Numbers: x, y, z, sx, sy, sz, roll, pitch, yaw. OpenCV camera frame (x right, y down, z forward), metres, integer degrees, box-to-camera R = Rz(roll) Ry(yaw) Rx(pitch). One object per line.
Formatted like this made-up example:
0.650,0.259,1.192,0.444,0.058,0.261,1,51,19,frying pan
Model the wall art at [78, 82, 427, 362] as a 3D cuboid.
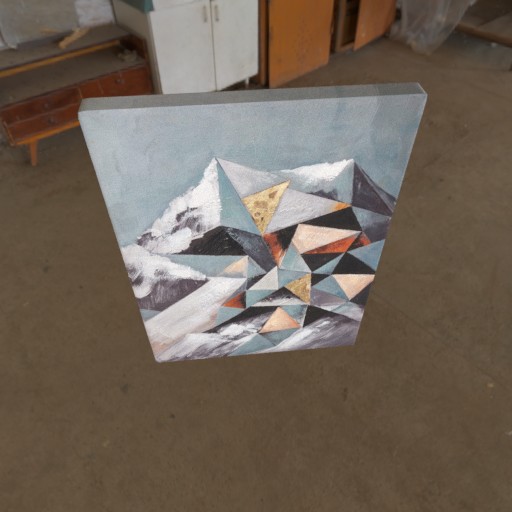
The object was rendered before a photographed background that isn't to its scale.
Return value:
0.000,0.000,0.804,0.455,0.613,0.037,-4,47,-4,wall art
